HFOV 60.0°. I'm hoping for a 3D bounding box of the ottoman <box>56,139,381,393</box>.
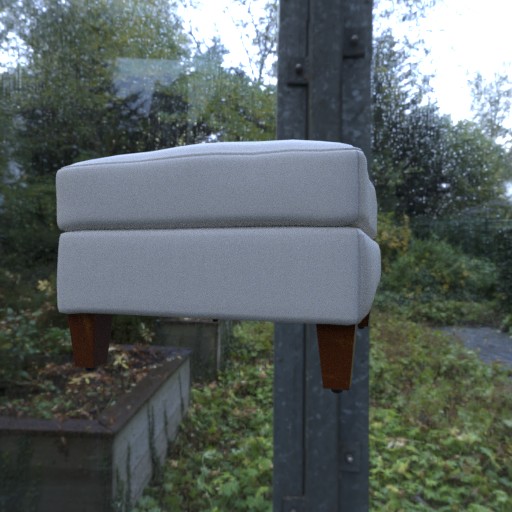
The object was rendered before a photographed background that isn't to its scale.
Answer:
[{"bbox_3d":[0.000,0.000,1.191,0.634,0.479,0.818,0,0,17],"label":"ottoman"}]
